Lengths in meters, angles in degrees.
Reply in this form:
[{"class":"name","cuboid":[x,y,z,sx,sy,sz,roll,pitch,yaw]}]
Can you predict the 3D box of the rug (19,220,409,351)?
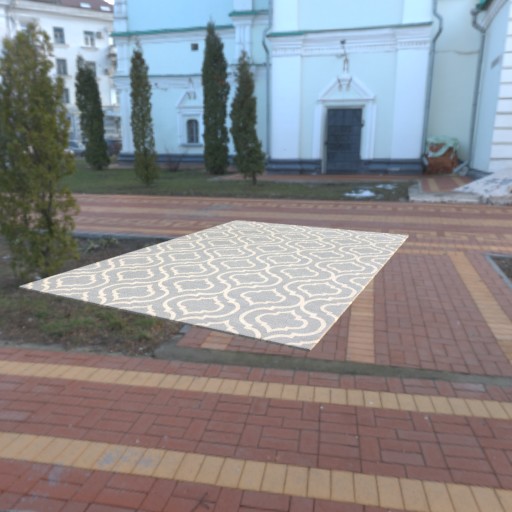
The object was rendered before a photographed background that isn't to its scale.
[{"class":"rug","cuboid":[0.000,0.000,2.660,1.451,0.010,2.080,7,16,26]}]
